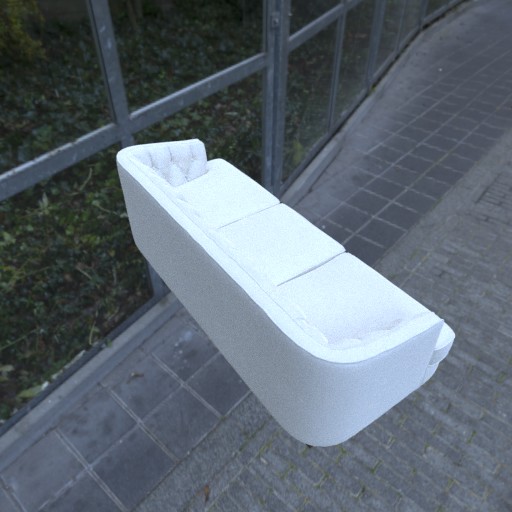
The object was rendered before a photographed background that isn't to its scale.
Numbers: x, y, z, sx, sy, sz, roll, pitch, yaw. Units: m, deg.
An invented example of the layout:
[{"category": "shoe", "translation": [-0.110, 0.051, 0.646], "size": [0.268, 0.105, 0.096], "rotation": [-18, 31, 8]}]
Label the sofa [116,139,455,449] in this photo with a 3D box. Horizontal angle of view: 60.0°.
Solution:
[{"category": "sofa", "translation": [0.000, 0.000, 2.758], "size": [0.941, 0.855, 2.278], "rotation": [-25, 47, -26]}]
